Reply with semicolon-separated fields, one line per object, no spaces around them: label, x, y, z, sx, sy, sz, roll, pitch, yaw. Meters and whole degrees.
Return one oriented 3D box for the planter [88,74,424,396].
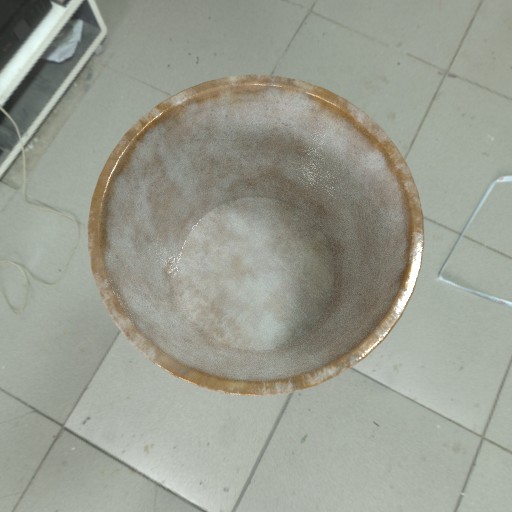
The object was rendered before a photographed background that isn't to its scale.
planter;0.000;0.000;0.442;0.255;0.223;0.255;0;76;0
